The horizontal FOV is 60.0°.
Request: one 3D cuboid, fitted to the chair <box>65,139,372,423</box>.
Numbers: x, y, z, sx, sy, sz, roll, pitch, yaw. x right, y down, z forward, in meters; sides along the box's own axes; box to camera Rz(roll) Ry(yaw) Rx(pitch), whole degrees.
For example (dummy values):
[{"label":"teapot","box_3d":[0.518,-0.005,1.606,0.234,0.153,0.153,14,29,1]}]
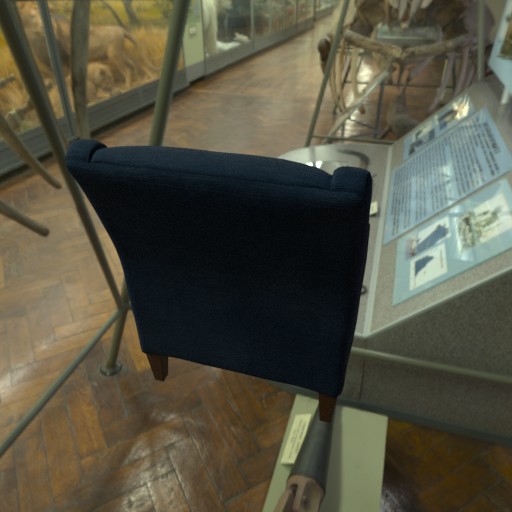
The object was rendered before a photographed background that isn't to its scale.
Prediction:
[{"label":"chair","box_3d":[0.000,0.000,1.607,0.774,1.014,0.870,9,33,14]}]
